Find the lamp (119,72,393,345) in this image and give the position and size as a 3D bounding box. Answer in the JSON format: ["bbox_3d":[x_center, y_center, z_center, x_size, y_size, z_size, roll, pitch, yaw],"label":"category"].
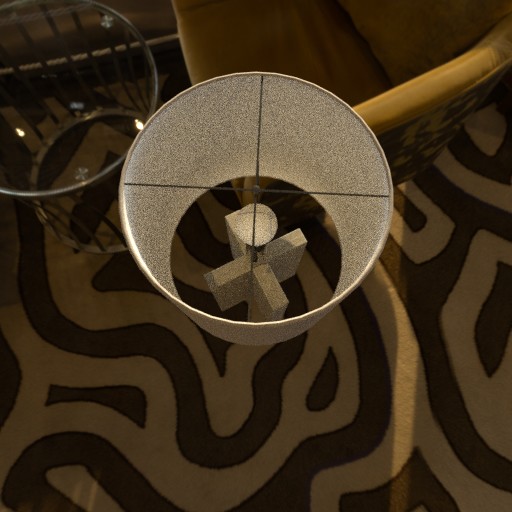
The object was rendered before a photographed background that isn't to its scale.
[{"bbox_3d":[0.000,0.000,0.574,0.229,0.428,0.229,-26,77,-7],"label":"lamp"}]
